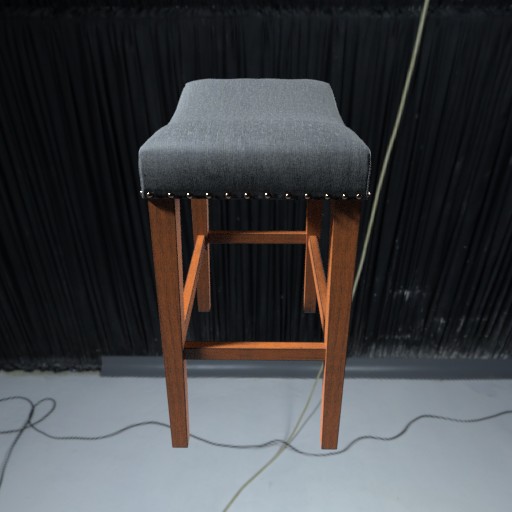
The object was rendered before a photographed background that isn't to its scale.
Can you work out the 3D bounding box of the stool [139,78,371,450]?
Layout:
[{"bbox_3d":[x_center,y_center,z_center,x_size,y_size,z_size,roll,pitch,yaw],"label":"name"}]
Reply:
[{"bbox_3d":[0.000,0.000,0.884,0.320,0.612,0.439,0,32,1],"label":"stool"}]
